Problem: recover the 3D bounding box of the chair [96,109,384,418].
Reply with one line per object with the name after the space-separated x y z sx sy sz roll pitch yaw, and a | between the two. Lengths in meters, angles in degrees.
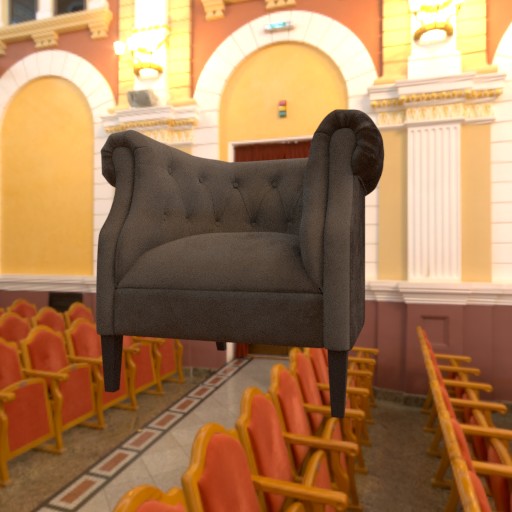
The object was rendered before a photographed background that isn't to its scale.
0.000 0.000 1.610 0.904 0.826 0.851 0 0 18 | chair
